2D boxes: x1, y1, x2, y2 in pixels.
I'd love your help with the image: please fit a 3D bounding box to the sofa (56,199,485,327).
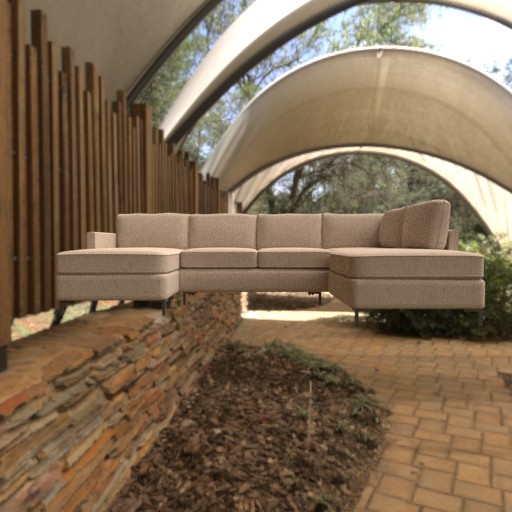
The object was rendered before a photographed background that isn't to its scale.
[{"bbox_3d":[0.000,0.000,4.280,3.423,0.996,2.021,0,2,0],"label":"sofa"}]
